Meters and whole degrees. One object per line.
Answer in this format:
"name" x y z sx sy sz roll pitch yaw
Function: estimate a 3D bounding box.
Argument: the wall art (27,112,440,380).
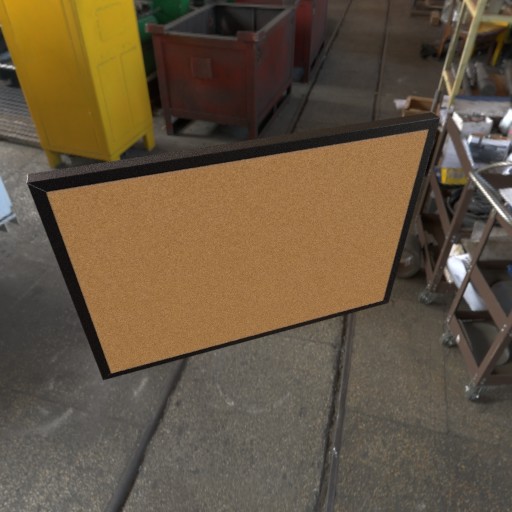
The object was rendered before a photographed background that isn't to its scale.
"wall art" 0.000 0.000 0.832 0.657 0.458 0.027 -13 42 -14
